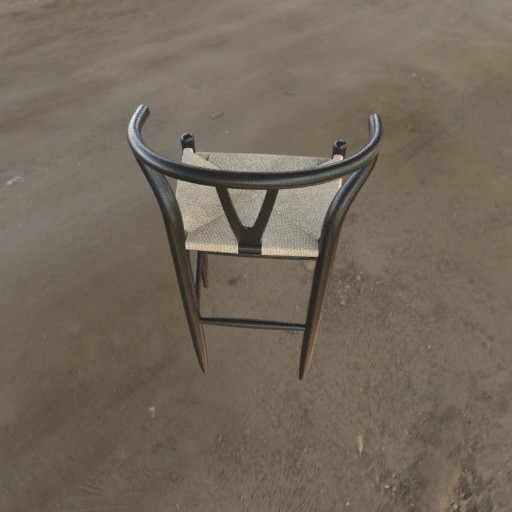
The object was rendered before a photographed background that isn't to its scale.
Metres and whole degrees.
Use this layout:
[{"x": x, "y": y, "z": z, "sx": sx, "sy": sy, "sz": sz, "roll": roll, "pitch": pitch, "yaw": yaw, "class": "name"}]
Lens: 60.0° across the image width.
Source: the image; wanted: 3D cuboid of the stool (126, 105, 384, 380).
[{"x": 0.000, "y": 0.000, "z": 1.309, "sx": 0.569, "sy": 0.970, "sz": 0.579, "roll": 3, "pitch": 46, "yaw": 3, "class": "stool"}]
